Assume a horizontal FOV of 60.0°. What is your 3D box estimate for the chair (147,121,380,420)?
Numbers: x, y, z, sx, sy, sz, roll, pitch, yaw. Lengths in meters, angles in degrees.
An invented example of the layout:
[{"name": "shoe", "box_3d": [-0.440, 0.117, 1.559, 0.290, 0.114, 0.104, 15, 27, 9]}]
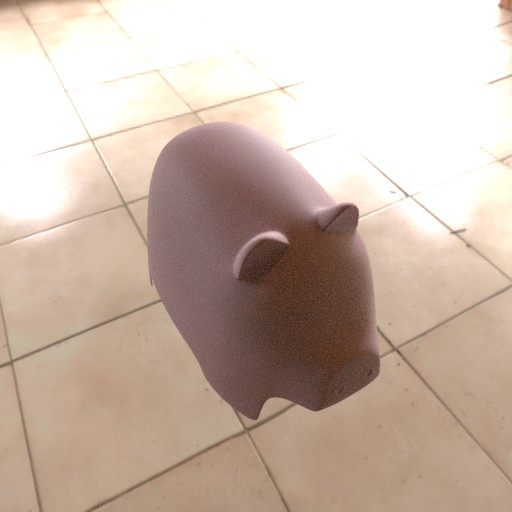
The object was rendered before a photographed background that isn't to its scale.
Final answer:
[{"name": "chair", "box_3d": [0.000, 0.000, 0.861, 0.364, 0.423, 0.619, -23, 52, -19]}]
